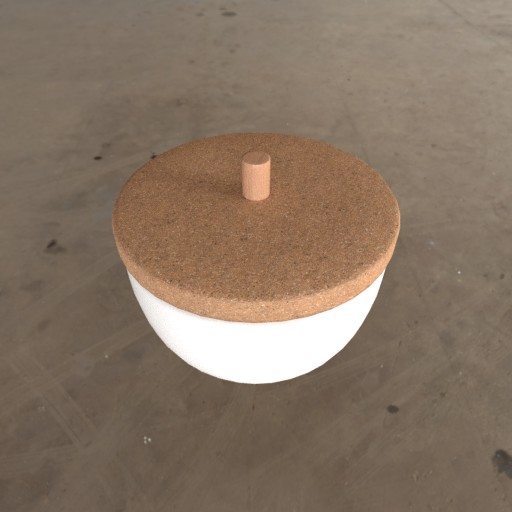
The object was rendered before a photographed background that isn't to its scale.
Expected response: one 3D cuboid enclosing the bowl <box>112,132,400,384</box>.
[{"bbox_3d":[0.000,0.000,0.221,0.126,0.110,0.126,0,42,0],"label":"bowl"}]
